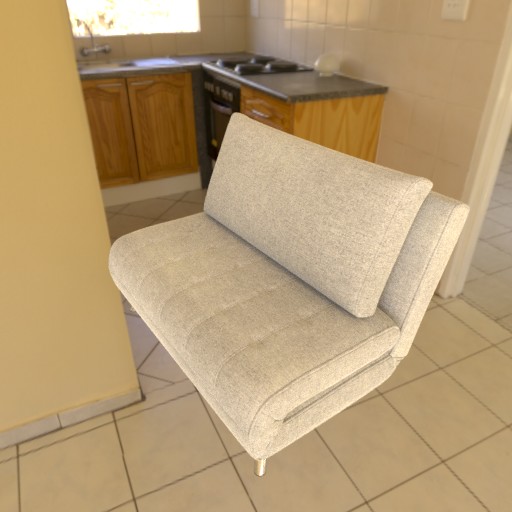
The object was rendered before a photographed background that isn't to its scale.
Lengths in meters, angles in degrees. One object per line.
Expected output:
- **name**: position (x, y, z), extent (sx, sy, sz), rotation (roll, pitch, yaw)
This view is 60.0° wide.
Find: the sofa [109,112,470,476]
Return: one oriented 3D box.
- **sofa**: position (0.000, 0.000, 1.845), extent (0.910, 0.910, 1.220), rotation (-20, 37, -30)
